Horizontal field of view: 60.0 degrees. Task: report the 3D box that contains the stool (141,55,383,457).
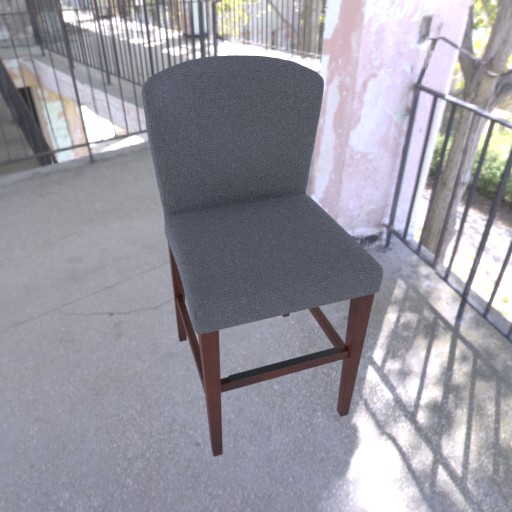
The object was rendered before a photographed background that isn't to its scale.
[{"bbox_3d":[0.000,0.000,1.259,0.479,0.968,0.568,-11,36,-16],"label":"stool"}]
